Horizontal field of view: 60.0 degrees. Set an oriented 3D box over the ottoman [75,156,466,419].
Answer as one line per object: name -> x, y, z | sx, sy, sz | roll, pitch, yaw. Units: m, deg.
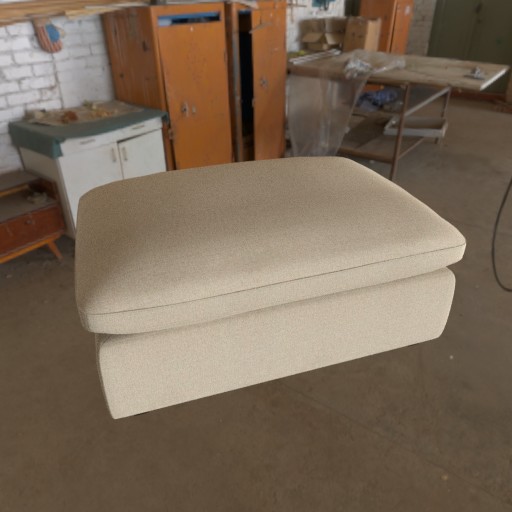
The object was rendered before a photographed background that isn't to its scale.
ottoman -> 0.000, 0.000, 1.354 | 0.984, 0.453, 0.686 | -10, 33, -15
